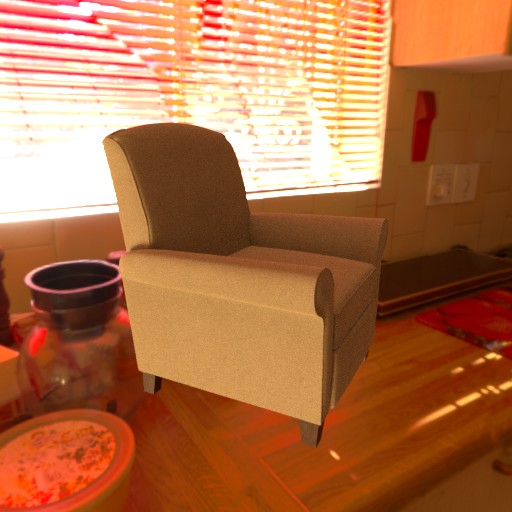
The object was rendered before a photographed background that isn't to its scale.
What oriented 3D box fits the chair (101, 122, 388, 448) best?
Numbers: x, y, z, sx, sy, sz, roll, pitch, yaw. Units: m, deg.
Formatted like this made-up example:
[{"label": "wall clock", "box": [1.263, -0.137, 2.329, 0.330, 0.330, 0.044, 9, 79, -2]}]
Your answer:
[{"label": "chair", "box": [0.000, 0.000, 1.829, 0.905, 1.061, 0.978, 8, 18, 26]}]
